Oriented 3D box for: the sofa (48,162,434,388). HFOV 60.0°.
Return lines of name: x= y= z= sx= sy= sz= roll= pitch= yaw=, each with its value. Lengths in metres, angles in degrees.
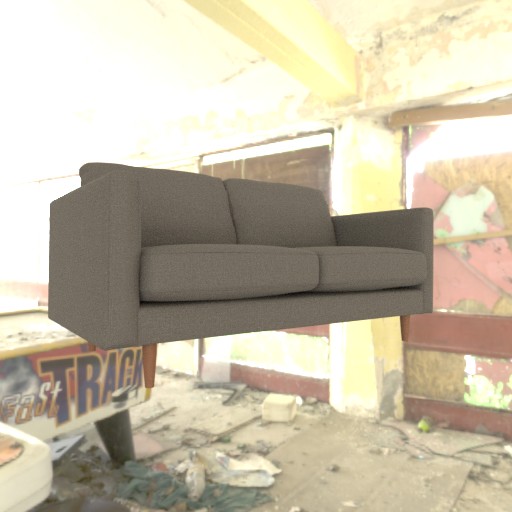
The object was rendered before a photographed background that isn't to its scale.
sofa: x=0.000 y=0.000 z=2.158 sx=1.713 sy=0.866 sz=0.940 roll=0 pitch=0 yaw=-35
